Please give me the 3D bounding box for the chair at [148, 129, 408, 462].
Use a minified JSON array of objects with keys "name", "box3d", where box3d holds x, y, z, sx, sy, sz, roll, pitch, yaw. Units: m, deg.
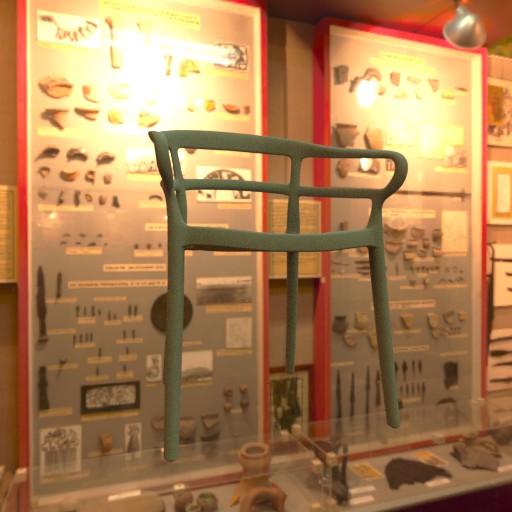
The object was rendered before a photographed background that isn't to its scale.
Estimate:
[{"name":"chair","box3d":[0.000,0.000,1.132,0.559,0.761,0.527,0,1,-18]}]
